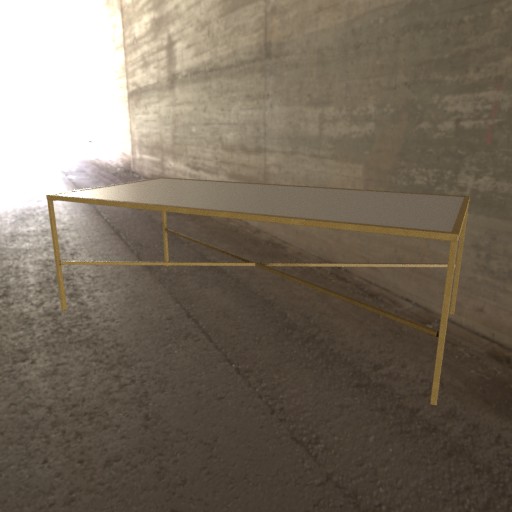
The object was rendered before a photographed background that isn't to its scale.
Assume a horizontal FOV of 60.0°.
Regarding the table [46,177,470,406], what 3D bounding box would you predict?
[{"bbox_3d":[0.000,0.000,1.454,1.206,0.398,0.580,8,18,26],"label":"table"}]
